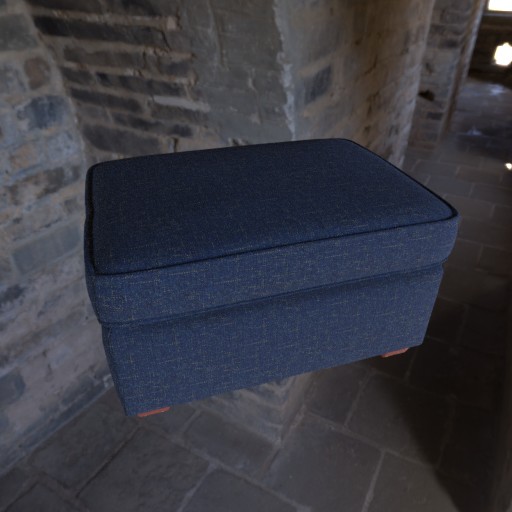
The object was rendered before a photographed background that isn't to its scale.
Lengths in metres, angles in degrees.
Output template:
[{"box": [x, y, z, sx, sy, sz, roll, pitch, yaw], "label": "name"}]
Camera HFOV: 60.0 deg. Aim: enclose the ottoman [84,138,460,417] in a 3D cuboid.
[{"box": [0.000, 0.000, 1.101, 0.749, 0.450, 0.549, -10, 34, -15], "label": "ottoman"}]
